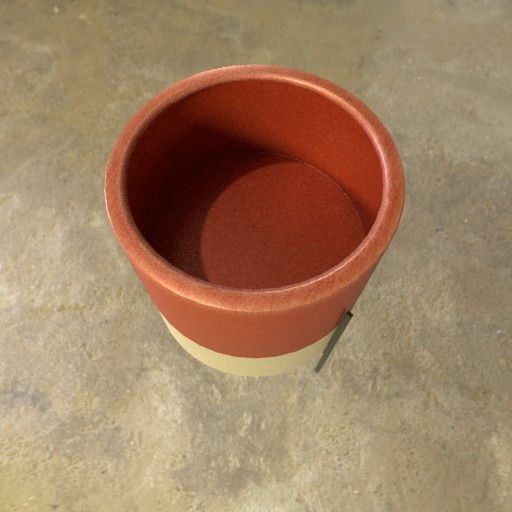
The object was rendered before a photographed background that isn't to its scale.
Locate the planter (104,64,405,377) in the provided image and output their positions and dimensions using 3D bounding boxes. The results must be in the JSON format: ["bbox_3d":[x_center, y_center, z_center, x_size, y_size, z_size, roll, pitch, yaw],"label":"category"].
[{"bbox_3d":[0.000,0.000,0.715,0.345,0.465,0.354,16,65,8],"label":"planter"}]
